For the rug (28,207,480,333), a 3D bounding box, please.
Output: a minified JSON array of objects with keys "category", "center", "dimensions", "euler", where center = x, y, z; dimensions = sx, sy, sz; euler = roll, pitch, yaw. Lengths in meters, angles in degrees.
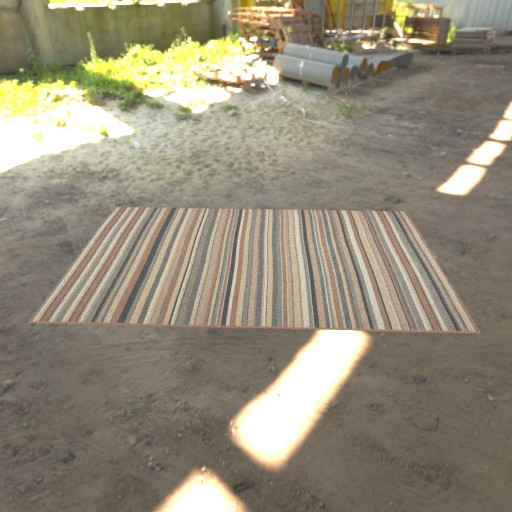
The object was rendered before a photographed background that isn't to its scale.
[{"category":"rug","center":[0.000,0.000,3.039],"dimensions":[2.438,0.014,1.523],"euler":[1,31,2]}]
